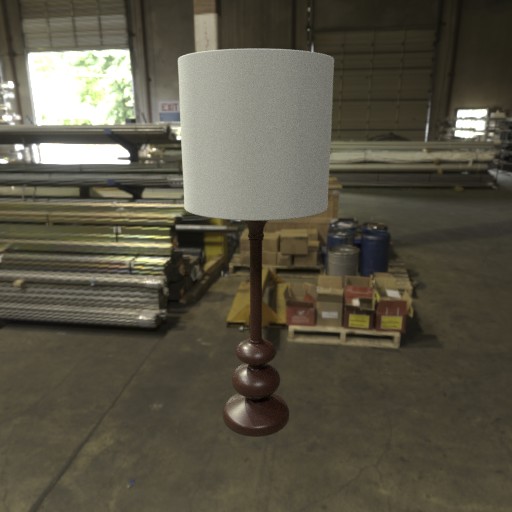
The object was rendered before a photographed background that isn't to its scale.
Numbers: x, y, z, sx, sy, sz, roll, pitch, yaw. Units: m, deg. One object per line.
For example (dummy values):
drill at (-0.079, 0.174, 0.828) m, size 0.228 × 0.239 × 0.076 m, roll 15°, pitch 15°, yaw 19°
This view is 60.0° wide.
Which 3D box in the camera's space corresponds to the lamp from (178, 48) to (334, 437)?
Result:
lamp at (0.000, 0.000, 0.822) m, size 0.254 × 0.690 × 0.254 m, roll 2°, pitch 17°, yaw 7°
